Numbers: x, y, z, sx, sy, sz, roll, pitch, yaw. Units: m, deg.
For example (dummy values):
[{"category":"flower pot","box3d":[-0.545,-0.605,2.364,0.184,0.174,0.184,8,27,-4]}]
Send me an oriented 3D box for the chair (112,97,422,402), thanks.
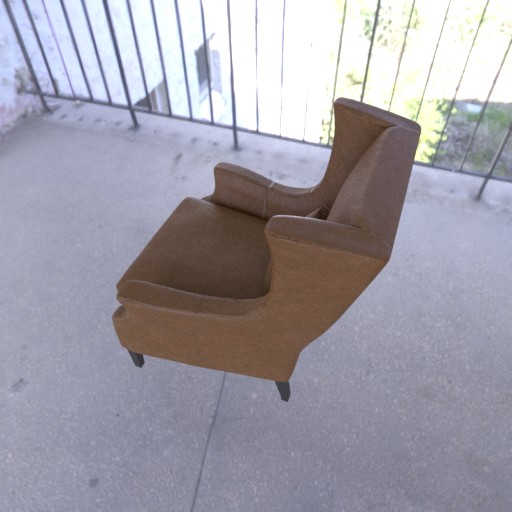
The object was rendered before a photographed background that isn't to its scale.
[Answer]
[{"category":"chair","box3d":[0.000,0.000,1.705,0.925,1.016,0.852,16,48,14]}]
